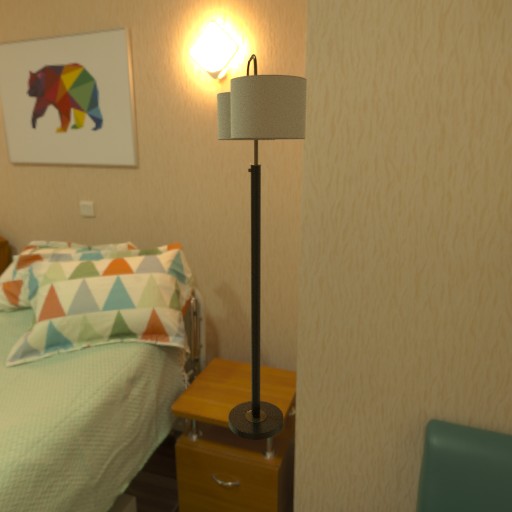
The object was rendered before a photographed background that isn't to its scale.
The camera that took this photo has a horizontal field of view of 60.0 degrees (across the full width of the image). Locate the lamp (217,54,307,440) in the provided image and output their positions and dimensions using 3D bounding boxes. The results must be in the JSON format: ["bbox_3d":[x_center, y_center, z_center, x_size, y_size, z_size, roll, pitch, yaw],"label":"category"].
[{"bbox_3d":[0.000,0.000,1.856,0.254,1.587,0.711,-3,15,-10],"label":"lamp"}]
